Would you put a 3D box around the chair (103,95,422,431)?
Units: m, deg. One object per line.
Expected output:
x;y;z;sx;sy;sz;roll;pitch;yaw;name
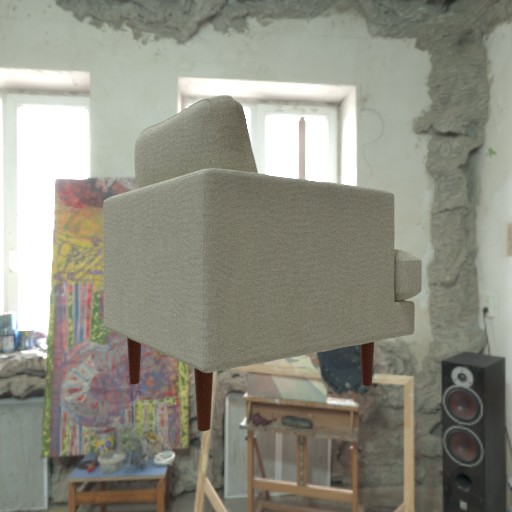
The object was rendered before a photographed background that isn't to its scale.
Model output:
0.000;0.000;1.675;0.899;0.957;0.858;-1;1;-36;chair
